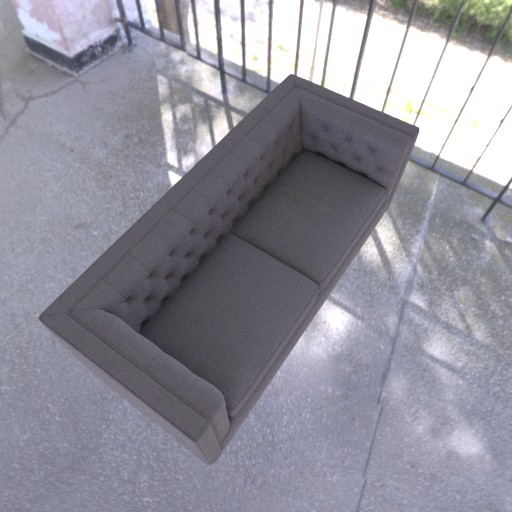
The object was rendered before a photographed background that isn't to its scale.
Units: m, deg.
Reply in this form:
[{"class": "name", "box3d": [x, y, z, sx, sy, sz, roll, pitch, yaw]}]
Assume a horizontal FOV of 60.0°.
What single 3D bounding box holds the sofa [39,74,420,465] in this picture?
[{"class": "sofa", "box3d": [0.000, 0.000, 2.242, 0.775, 0.762, 1.778, 30, 63, 18]}]
